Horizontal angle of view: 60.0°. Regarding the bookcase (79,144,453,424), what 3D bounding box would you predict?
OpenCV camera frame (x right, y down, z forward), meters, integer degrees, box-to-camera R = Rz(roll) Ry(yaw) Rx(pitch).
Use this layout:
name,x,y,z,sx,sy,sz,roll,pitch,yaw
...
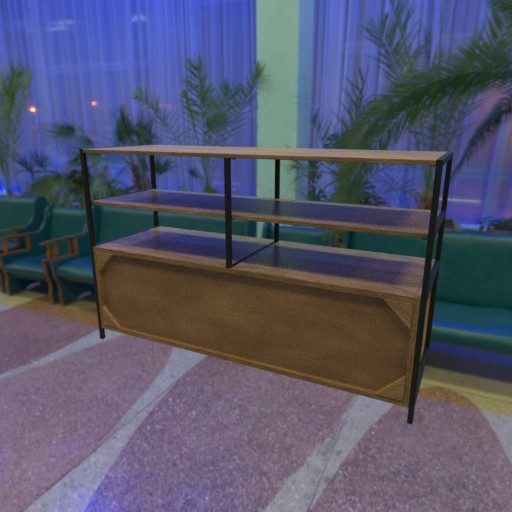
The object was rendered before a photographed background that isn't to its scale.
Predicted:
name,x,y,z,sx,sy,sz,roll,pitch,yaw
bookcase,0.000,0.000,1.525,1.149,0.712,0.391,8,18,25
